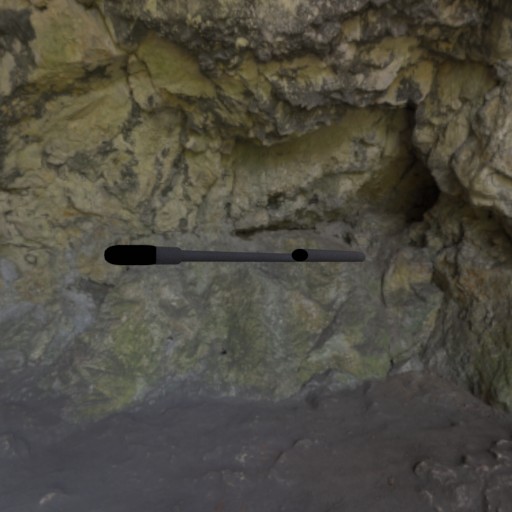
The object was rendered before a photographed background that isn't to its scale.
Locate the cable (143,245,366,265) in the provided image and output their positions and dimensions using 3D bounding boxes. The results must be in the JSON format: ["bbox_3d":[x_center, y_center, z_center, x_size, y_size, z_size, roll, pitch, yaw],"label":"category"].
[{"bbox_3d":[0.000,0.000,0.113,0.041,0.005,0.098,-1,-1,35],"label":"cable"}]
